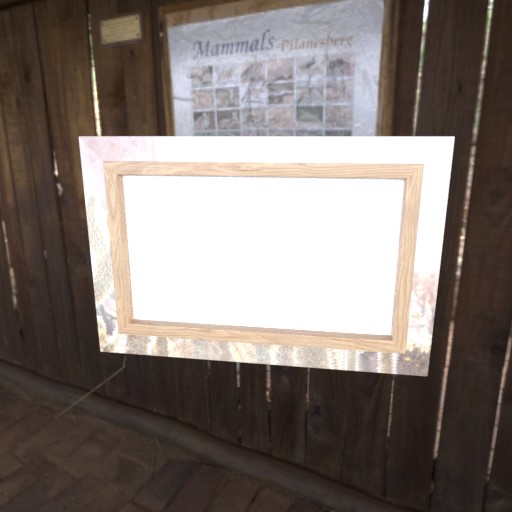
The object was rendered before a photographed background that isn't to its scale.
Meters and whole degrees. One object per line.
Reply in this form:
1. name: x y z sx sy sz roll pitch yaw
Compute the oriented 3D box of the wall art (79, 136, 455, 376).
1. wall art: 0.000 0.000 1.167 0.916 0.608 0.040 2 15 8
